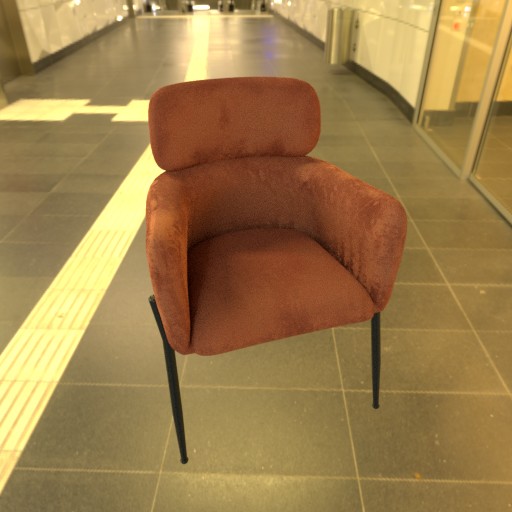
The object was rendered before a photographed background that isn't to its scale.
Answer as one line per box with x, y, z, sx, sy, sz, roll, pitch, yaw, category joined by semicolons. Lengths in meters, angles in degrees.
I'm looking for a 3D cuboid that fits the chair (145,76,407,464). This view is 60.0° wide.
0.000;0.000;1.124;0.561;0.772;0.523;-10;34;-15;chair
